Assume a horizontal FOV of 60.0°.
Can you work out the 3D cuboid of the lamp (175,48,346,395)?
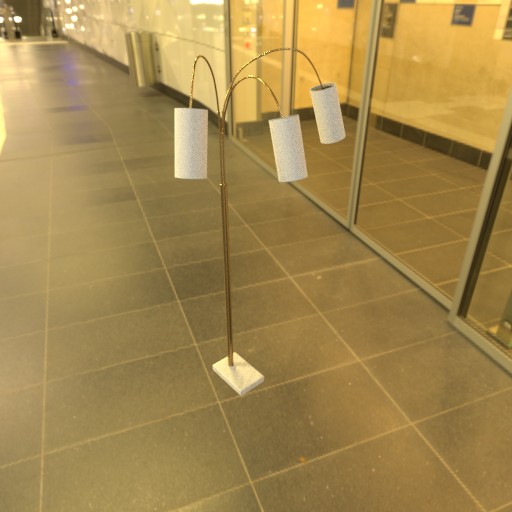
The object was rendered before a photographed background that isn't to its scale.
[{"bbox_3d":[0.000,0.000,2.450,1.020,2.055,0.667,-23,38,-34],"label":"lamp"}]
